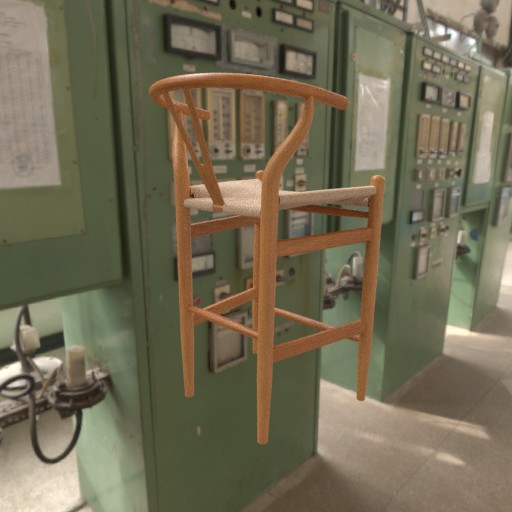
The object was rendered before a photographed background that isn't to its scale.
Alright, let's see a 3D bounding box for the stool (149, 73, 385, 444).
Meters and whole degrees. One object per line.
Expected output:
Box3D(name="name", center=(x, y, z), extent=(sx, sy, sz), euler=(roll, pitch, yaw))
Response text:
Box3D(name="stool", center=(0.000, 0.000, 1.356), extent=(0.579, 0.970, 0.569), euler=(-13, 18, -43))
